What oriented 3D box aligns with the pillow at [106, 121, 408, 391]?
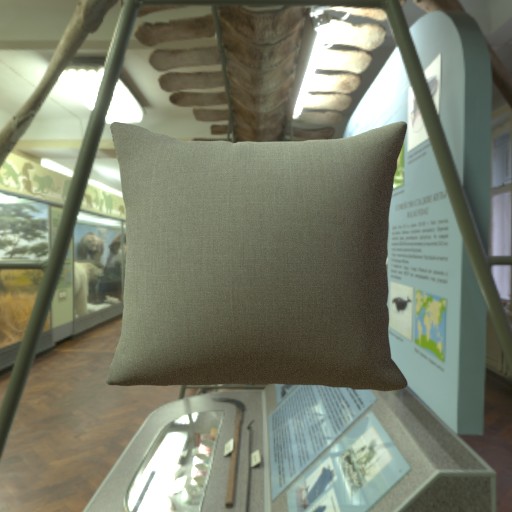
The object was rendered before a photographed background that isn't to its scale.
[{"bbox_3d":[0.000,0.000,0.800,0.546,0.487,0.180,0,0,1],"label":"pillow"}]
